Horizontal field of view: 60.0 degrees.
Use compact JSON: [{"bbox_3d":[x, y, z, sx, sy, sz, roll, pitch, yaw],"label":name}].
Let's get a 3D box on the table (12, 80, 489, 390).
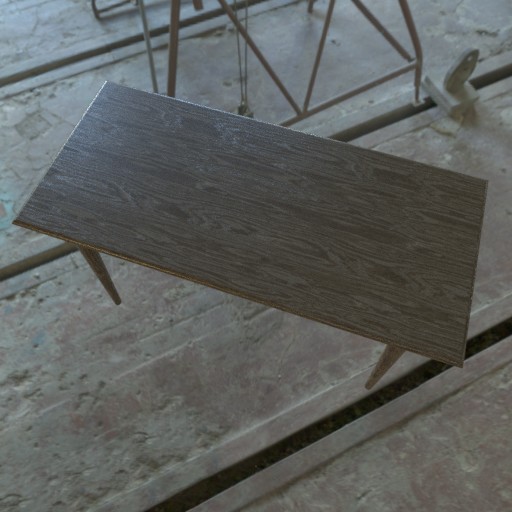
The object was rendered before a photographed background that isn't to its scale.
[{"bbox_3d":[0.000,0.000,1.668,1.300,0.780,0.599,17,66,8],"label":"table"}]
